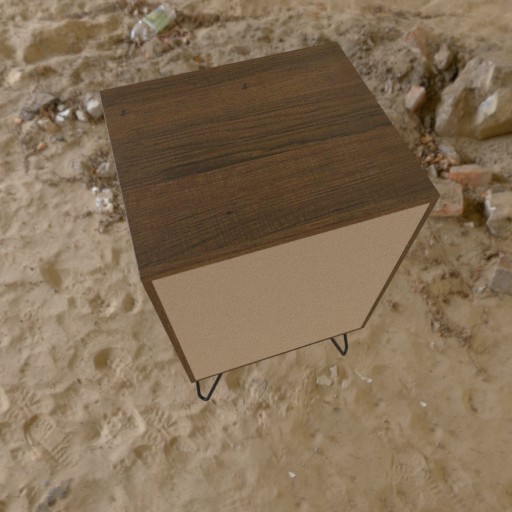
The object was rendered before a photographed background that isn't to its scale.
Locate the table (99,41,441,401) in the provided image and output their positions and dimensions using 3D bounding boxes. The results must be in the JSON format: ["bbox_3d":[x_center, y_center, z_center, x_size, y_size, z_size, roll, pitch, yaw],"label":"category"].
[{"bbox_3d":[0.000,0.000,1.199,0.526,0.866,0.457,-16,61,-9],"label":"table"}]
